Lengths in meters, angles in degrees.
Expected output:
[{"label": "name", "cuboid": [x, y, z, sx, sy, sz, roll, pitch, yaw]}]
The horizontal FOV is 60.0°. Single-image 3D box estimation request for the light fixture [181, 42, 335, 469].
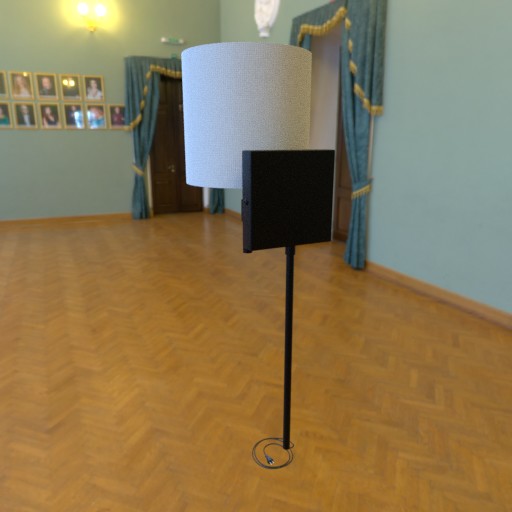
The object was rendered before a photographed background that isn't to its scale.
[{"label": "light fixture", "cuboid": [0.000, 0.000, 0.695, 0.188, 0.589, 0.248, -7, 17, -26]}]
